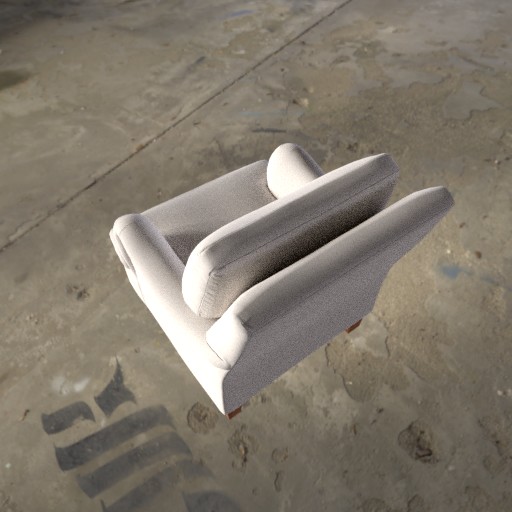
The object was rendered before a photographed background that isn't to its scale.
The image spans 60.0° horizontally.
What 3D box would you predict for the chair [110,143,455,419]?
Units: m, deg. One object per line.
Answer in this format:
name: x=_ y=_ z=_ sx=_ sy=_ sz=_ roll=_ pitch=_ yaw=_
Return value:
chair: x=0.000 y=0.000 z=1.908 sx=0.955 sy=1.038 sz=1.070 roll=-29 pitch=54 yaw=-24
